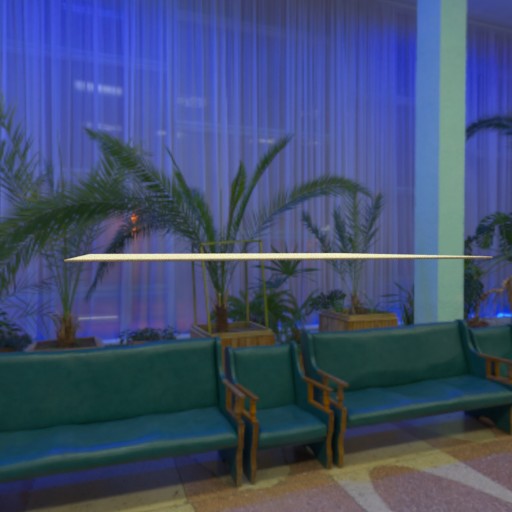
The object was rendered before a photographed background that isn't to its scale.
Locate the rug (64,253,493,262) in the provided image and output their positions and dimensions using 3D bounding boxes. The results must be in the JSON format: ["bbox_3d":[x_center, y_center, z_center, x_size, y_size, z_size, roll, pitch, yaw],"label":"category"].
[{"bbox_3d":[0.000,0.000,4.097,3.039,0.018,2.462,0,1,-18],"label":"rug"}]
